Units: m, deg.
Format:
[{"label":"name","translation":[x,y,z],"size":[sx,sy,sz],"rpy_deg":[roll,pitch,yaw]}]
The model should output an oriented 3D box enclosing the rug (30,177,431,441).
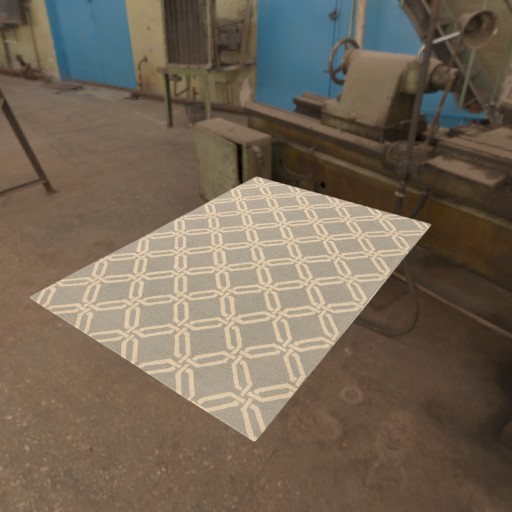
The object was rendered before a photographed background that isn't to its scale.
[{"label":"rug","translation":[0.000,0.000,2.768],"size":[1.522,0.013,2.133],"rpy_deg":[21,38,30]}]
